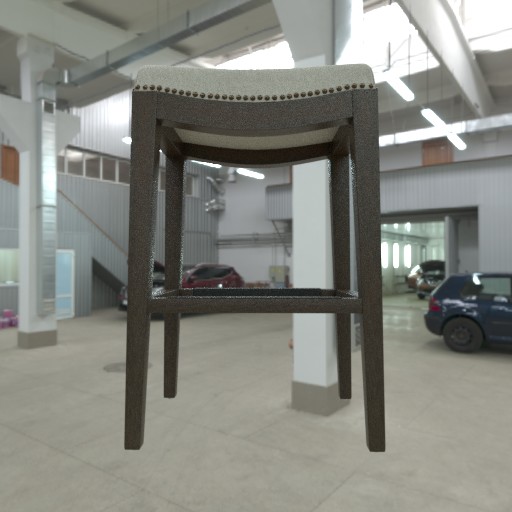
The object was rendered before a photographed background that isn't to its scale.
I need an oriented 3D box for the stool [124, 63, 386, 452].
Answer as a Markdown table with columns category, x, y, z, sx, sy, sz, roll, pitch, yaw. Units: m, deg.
| category | x | y | z | sx | sy | sz | roll | pitch | yaw |
| --- | --- | --- | --- | --- | --- | --- | --- | --- | --- |
| stool | 0.000 | 0.000 | 1.028 | 0.498 | 0.759 | 0.358 | 0 | -1 | 1 |
